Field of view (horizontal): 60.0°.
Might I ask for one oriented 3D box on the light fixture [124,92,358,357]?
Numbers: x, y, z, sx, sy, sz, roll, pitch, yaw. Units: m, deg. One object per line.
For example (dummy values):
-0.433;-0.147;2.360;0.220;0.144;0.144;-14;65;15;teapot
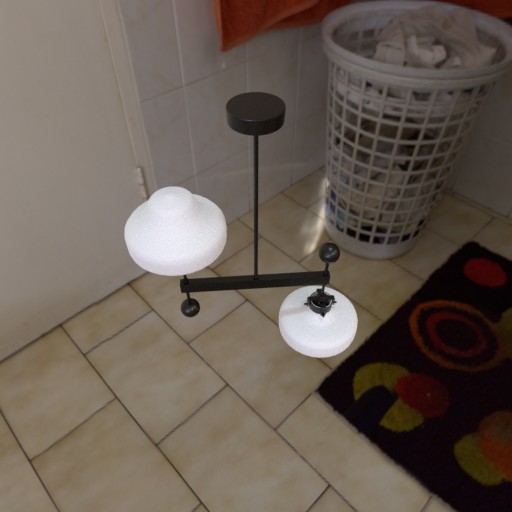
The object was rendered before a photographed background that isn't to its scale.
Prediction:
0.000;0.000;1.026;0.489;0.743;0.422;-33;54;-28;light fixture
